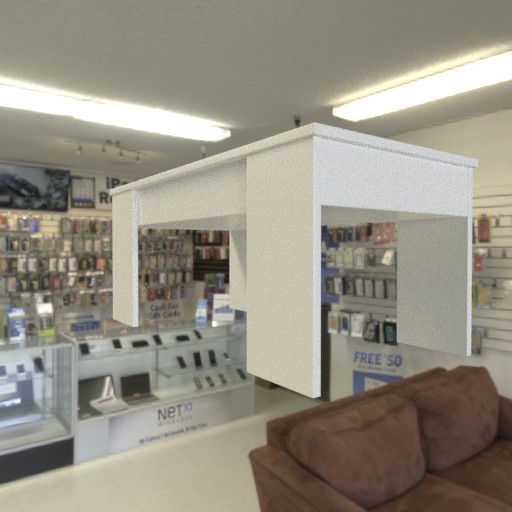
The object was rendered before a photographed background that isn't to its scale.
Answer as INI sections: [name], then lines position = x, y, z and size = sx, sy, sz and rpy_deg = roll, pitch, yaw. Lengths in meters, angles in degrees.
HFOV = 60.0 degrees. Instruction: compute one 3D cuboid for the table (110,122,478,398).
[table]
position = 0.000, 0.000, 1.249
size = 0.500, 0.440, 1.000
rpy_deg = -1, 1, -36
